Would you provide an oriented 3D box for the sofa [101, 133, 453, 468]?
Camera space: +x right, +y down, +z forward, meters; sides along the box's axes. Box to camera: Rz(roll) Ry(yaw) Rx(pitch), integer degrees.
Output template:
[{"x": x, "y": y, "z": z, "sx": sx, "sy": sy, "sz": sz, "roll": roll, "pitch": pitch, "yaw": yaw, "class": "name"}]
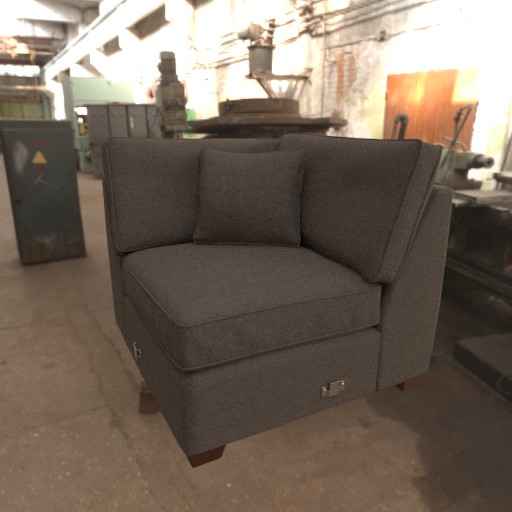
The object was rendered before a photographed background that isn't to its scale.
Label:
[{"x": 0.000, "y": 0.000, "z": 1.906, "sx": 1.084, "sy": 1.002, "sz": 1.146, "roll": -9, "pitch": 19, "yaw": -27, "class": "sofa"}]
